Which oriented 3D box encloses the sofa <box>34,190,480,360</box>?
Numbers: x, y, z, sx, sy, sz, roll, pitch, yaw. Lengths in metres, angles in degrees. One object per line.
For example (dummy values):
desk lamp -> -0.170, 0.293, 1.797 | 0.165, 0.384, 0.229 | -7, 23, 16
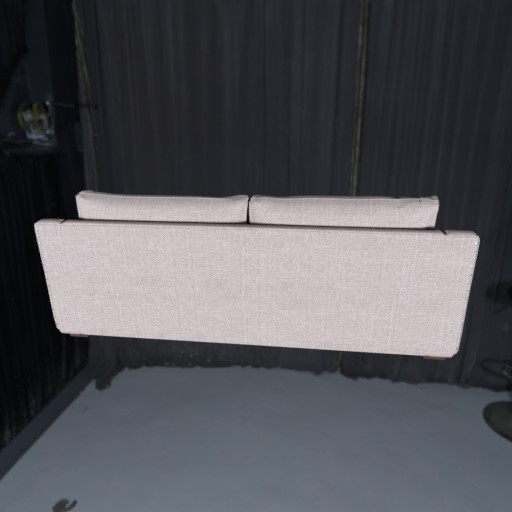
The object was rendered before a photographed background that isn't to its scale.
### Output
sofa -> 0.000, 0.000, 2.714 | 2.208, 0.857, 1.000 | 2, 17, 7
